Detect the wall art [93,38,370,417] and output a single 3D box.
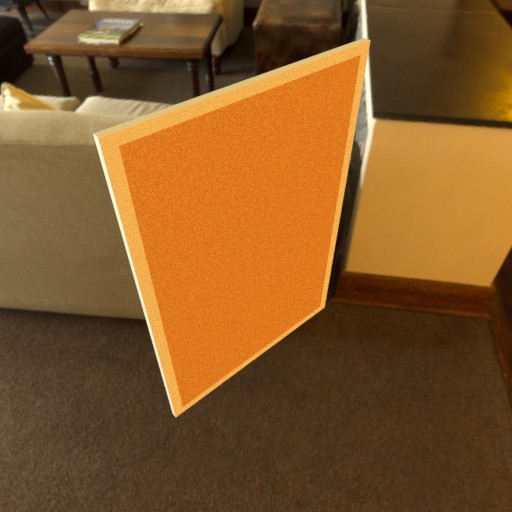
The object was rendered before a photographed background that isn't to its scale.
[{"bbox_3d":[0.000,0.000,0.814,0.456,0.656,0.013,-31,52,-28],"label":"wall art"}]
